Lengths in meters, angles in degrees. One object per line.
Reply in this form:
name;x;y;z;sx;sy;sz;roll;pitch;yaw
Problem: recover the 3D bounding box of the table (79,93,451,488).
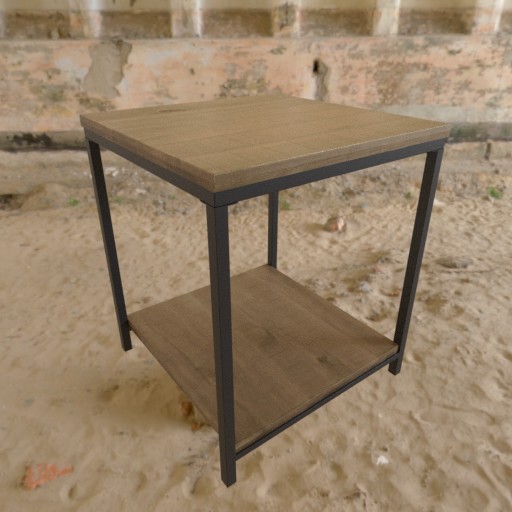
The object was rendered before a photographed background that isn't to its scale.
table;0.000;0.000;0.980;0.507;0.589;0.503;-19;33;-32
